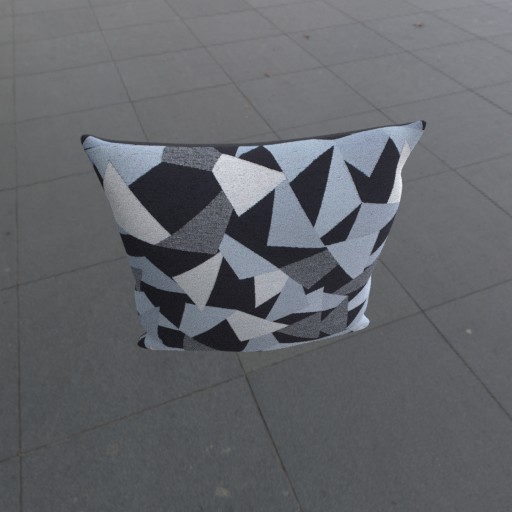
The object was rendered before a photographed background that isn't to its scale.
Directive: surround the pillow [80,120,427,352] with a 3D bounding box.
[{"bbox_3d":[0.000,0.000,0.784,0.503,0.496,0.208,-5,45,-5],"label":"pillow"}]
